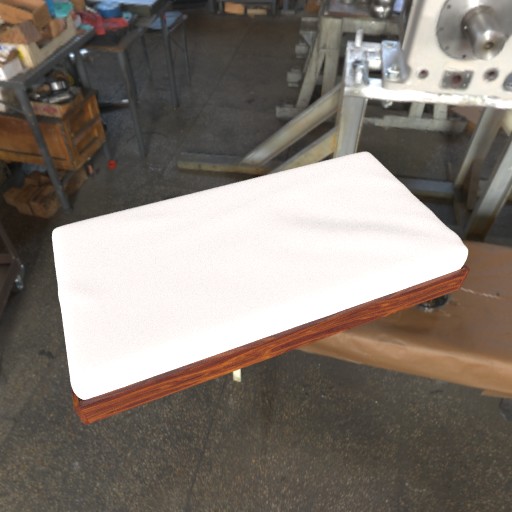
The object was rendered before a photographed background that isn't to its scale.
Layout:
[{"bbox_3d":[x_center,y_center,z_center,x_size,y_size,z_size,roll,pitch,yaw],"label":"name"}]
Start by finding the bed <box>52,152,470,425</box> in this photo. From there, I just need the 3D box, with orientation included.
[{"bbox_3d":[0.000,0.000,2.202,1.860,0.312,0.940,-16,49,-15],"label":"bed"}]
